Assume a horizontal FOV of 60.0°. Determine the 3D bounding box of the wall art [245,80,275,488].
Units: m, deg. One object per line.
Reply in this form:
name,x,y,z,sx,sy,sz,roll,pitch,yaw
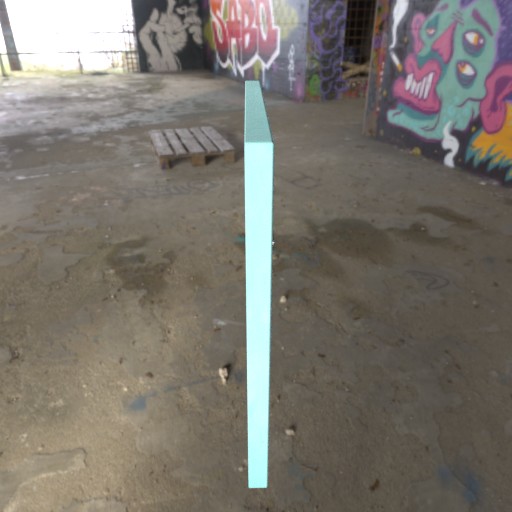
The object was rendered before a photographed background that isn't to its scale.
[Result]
wall art,0.000,0.000,1.603,0.070,1.073,1.071,-1,28,-1
